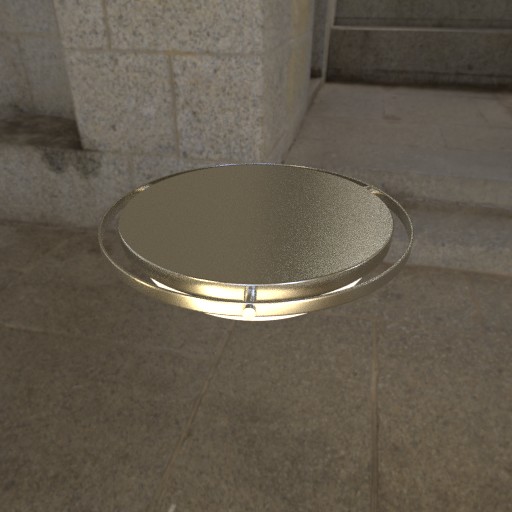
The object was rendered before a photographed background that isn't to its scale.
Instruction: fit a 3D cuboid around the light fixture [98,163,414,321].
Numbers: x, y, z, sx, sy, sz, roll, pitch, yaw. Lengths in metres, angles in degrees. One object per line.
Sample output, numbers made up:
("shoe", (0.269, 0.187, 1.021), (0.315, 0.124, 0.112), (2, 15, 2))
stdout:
("light fixture", (0.000, 0.000, 0.559), (0.361, 0.130, 0.361), (0, 31, 0))
